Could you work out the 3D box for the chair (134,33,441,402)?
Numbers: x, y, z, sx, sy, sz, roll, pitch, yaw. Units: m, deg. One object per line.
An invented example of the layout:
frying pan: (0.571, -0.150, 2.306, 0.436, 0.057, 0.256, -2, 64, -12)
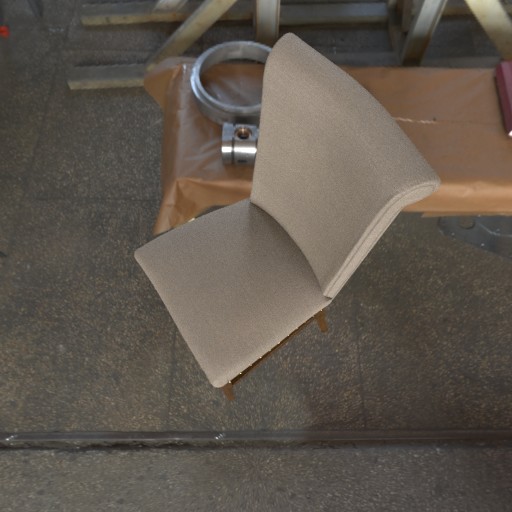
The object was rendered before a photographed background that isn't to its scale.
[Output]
chair: (0.000, 0.000, 1.328, 0.608, 0.988, 0.513, -31, 69, -14)
